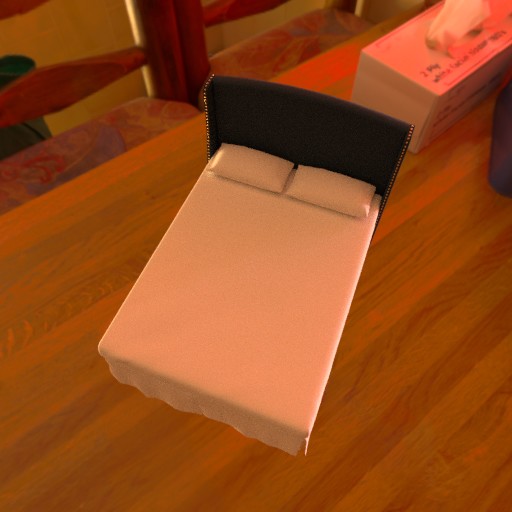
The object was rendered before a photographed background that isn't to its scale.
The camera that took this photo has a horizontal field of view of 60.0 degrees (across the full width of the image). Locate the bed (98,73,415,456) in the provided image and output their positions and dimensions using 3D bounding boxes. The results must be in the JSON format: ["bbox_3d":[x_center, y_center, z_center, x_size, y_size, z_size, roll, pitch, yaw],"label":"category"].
[{"bbox_3d":[0.000,0.000,3.301,1.604,1.402,2.223,18,60,11],"label":"bed"}]
